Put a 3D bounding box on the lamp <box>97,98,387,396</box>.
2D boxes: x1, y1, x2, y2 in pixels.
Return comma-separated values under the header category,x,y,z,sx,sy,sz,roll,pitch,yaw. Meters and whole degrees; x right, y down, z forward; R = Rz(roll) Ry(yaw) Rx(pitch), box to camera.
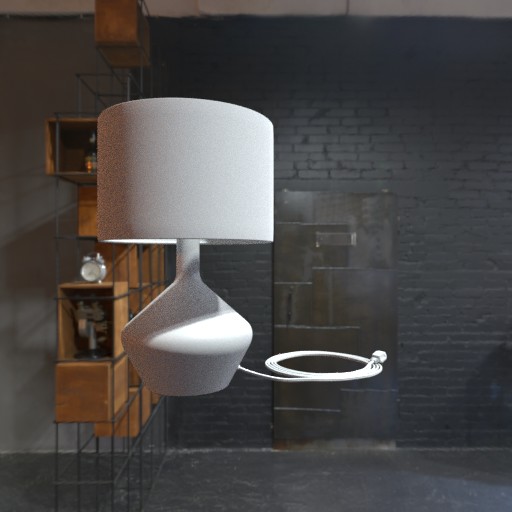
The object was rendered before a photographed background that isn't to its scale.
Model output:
category,x,y,z,sx,sy,sz,roll,pitch,yaw
lamp,0.000,0.000,0.837,0.546,0.457,0.401,0,0,1
